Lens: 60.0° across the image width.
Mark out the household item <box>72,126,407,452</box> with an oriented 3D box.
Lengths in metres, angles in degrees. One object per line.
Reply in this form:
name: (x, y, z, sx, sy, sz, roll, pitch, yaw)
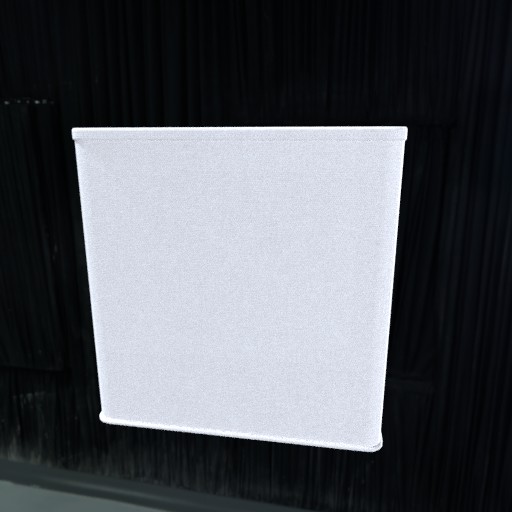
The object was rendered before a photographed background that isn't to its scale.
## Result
household item: (0.000, 0.000, 0.559, 0.305, 0.305, 0.305, 2, 15, 9)
